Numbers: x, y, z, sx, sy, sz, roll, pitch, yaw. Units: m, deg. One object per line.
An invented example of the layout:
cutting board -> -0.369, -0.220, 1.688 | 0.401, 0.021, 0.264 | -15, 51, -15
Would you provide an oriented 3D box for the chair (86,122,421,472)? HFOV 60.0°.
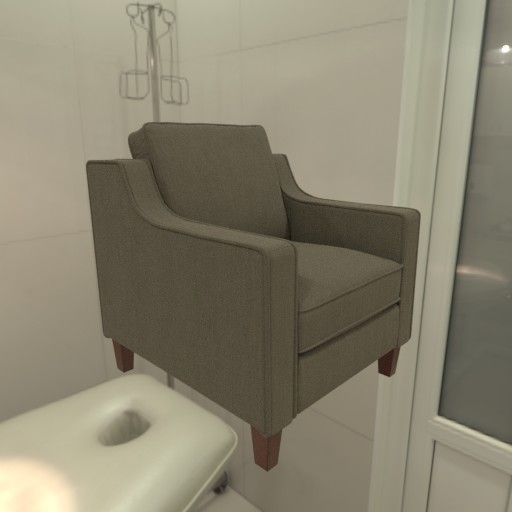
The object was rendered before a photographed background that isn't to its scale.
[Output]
chair -> 0.000, 0.000, 1.654 | 0.909, 0.960, 0.831 | 14, 20, 42
